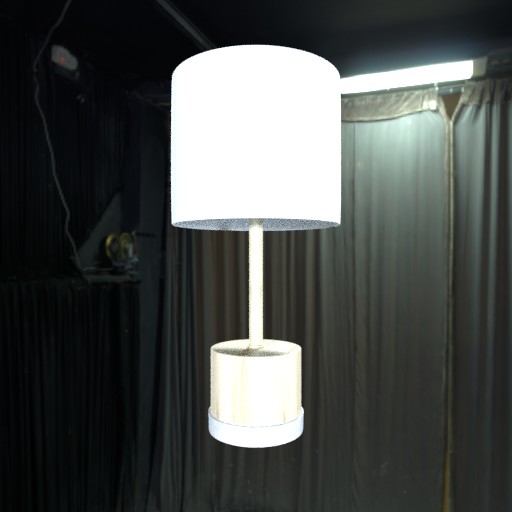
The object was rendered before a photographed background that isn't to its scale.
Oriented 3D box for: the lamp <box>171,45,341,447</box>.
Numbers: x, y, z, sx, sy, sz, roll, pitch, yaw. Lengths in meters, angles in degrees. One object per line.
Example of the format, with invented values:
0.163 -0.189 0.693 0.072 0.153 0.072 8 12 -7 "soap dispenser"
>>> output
0.000 0.000 0.607 0.229 0.470 0.229 0 0 18 "lamp"
